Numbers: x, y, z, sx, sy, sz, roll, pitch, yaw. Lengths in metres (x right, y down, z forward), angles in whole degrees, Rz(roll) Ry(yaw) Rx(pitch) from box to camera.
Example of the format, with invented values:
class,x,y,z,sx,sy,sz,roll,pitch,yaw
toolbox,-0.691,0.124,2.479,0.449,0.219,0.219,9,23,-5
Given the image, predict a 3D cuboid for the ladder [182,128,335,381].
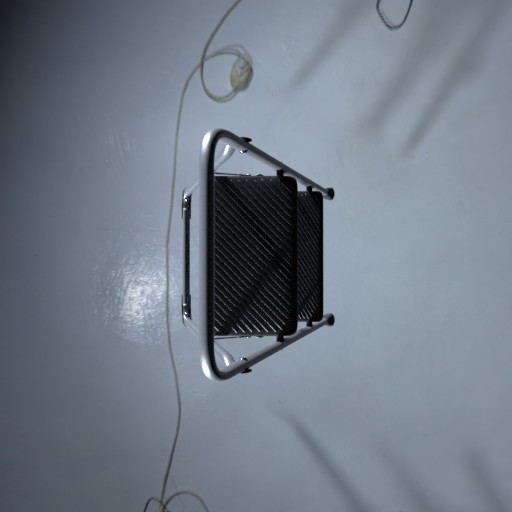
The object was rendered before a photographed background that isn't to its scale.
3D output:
class,x,y,z,sx,sy,sz,roll,pitch,yaw
ladder,0.000,0.000,1.017,0.472,0.720,0.430,0,90,1
